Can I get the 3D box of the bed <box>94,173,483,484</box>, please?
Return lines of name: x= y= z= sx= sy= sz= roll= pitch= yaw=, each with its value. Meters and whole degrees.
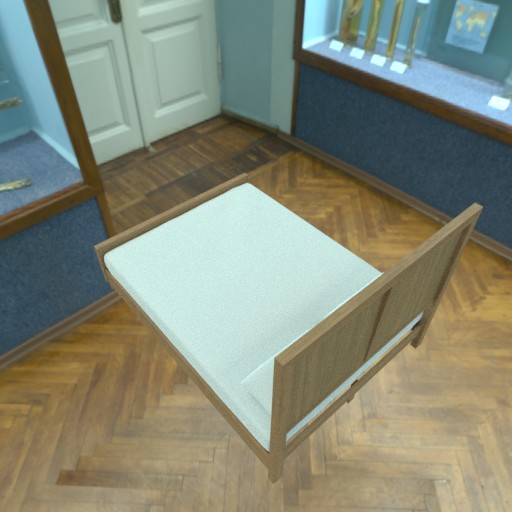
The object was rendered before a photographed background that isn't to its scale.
bed: x=0.000 y=0.000 z=3.277 sx=1.606 sy=1.387 sz=2.184 roll=-31 pitch=53 yaw=-28
